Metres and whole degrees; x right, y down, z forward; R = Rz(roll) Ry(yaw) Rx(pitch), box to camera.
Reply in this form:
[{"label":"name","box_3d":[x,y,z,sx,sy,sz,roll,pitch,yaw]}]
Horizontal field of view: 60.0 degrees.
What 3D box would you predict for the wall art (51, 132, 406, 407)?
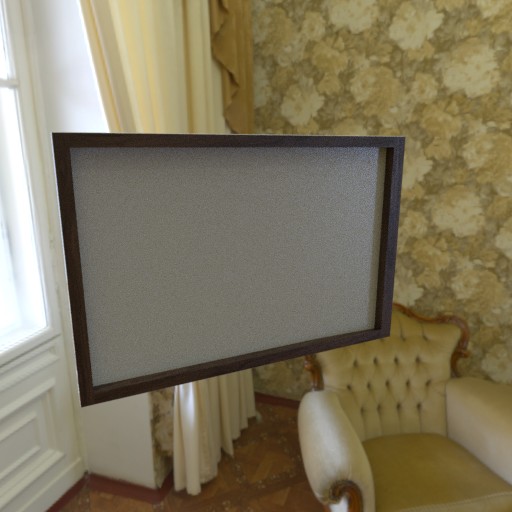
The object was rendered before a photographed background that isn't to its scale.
[{"label":"wall art","box_3d":[0.000,0.000,1.155,0.914,0.610,0.050,-7,15,-25]}]
